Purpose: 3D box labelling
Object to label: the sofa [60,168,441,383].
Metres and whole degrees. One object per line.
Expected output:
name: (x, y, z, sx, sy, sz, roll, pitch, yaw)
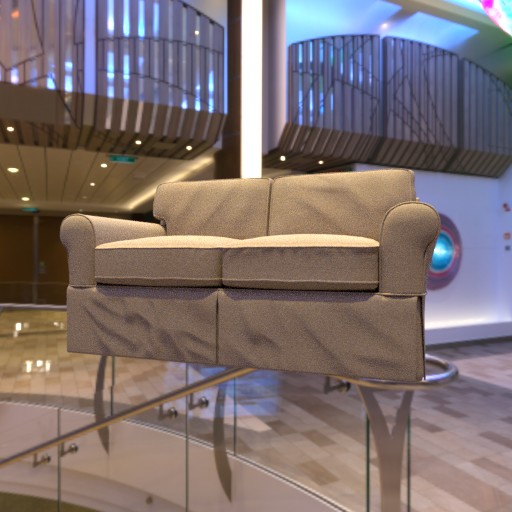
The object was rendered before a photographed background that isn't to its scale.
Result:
sofa: (0.000, 0.000, 2.313, 1.727, 0.940, 0.991, 0, 0, 19)
